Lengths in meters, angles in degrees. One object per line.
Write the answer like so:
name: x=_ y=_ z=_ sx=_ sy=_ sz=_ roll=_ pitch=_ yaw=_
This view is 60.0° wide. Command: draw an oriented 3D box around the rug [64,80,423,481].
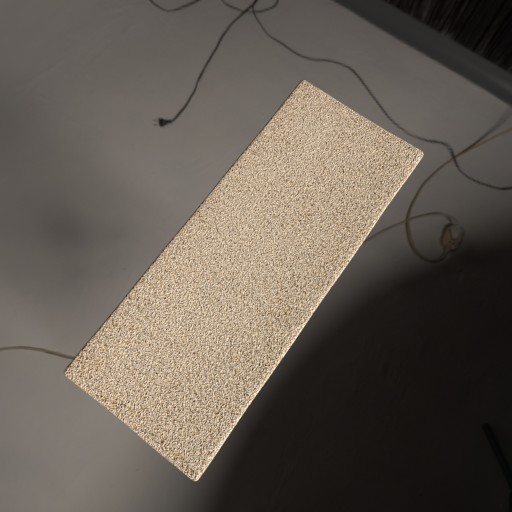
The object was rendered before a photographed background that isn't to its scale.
rug: x=0.000 y=0.000 z=1.711 sx=0.609 sy=0.030 sz=1.524 roll=35 pitch=77 yaw=9
